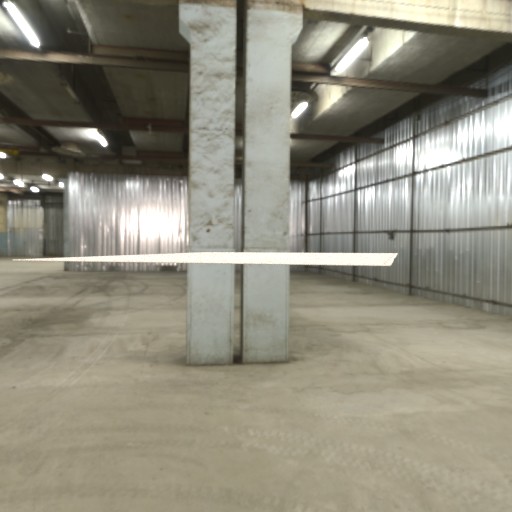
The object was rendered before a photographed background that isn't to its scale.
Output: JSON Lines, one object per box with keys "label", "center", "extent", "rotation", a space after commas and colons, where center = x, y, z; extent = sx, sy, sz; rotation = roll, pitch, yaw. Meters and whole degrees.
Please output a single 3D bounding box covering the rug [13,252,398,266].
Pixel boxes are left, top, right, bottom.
{"label": "rug", "center": [0.000, 0.000, 4.021], "extent": [2.421, 0.008, 3.045], "rotation": [0, 2, 18]}
